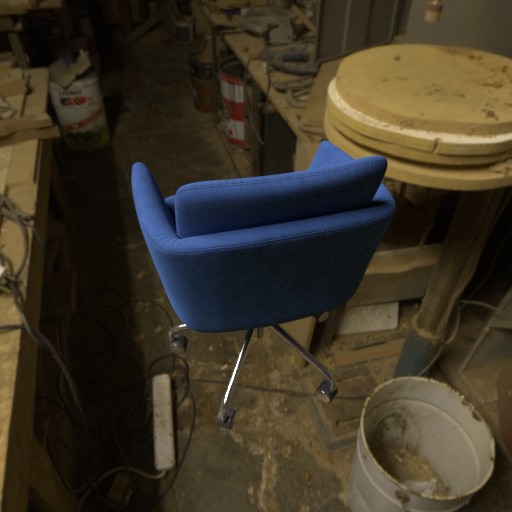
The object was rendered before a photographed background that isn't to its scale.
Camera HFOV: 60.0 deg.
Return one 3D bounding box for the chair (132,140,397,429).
[{"bbox_3d":[0.000,0.000,1.353,0.641,0.908,0.635,-11,43,-12],"label":"chair"}]
